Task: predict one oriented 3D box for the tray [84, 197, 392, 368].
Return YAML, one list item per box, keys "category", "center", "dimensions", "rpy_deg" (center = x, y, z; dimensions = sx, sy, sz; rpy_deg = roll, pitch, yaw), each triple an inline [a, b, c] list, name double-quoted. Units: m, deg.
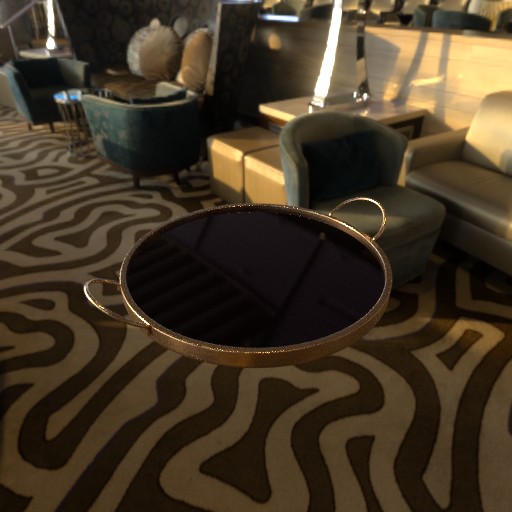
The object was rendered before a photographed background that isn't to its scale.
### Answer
- category: "tray"
  center: [0.000, 0.000, 0.733]
  dimensions: [0.543, 0.069, 0.438]
  rpy_deg: [-19, 36, -28]
